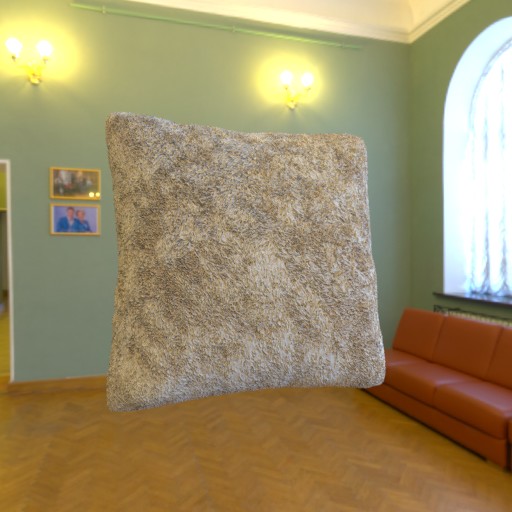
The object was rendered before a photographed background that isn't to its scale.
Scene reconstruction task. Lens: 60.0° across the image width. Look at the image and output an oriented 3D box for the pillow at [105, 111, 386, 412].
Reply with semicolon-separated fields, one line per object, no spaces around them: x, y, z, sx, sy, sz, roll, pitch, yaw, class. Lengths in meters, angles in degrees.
0.000;0.000;0.821;0.529;0.515;0.218;0;1;-18;pillow
